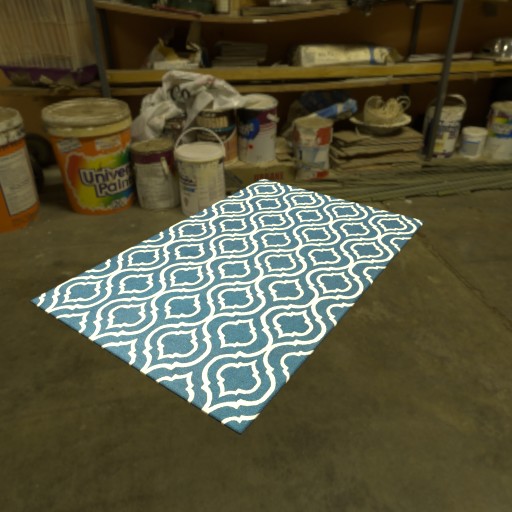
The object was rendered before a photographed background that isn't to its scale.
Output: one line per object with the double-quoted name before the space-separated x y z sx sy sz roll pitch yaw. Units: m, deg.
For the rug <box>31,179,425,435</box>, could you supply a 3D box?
"rug" 0.000 0.000 2.233 1.143 0.010 1.753 20 37 30
